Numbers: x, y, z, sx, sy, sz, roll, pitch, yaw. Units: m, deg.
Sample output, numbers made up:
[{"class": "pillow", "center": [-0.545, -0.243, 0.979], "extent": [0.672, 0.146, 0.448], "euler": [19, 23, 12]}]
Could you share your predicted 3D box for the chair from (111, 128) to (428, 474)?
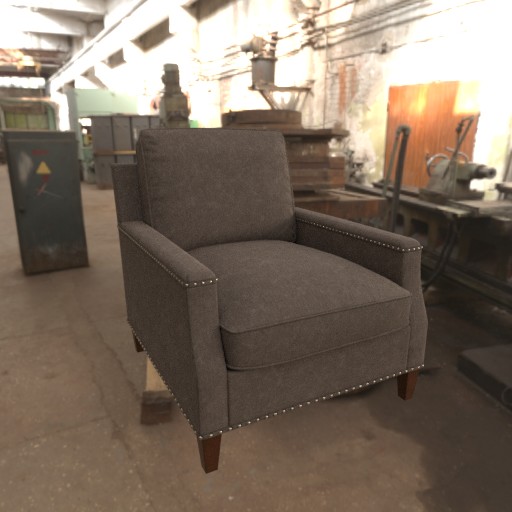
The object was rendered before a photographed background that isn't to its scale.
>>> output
[{"class": "chair", "center": [0.000, 0.000, 1.691], "extent": [0.853, 0.948, 1.014], "euler": [-8, 17, -27]}]
